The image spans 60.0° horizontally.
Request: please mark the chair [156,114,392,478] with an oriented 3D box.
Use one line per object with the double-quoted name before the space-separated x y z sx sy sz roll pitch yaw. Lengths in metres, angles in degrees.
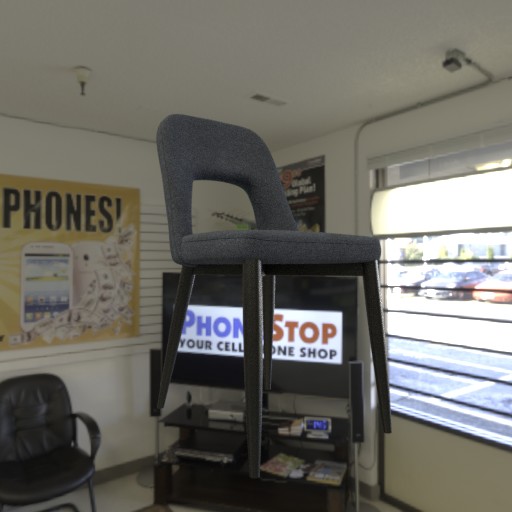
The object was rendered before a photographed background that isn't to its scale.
"chair" 0.000 0.000 1.274 0.470 0.931 0.612 1 -1 -34
